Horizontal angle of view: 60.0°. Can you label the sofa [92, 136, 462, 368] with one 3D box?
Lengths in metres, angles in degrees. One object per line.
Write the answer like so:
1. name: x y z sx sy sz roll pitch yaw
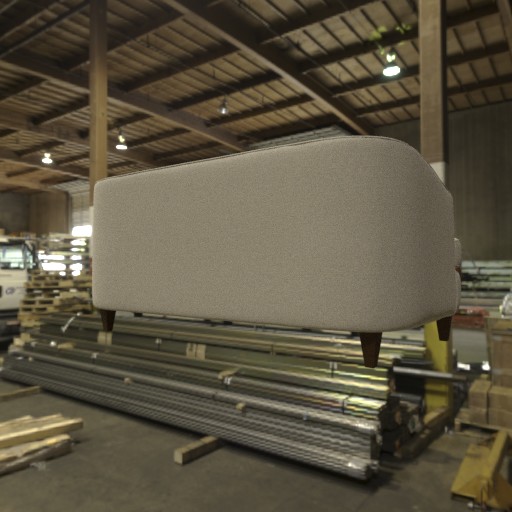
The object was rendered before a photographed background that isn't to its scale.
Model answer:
1. sofa: 0.000 0.000 2.208 1.733 0.855 0.941 -1 -1 35
